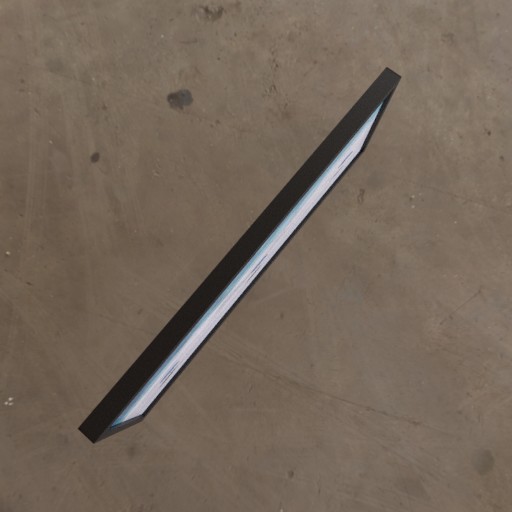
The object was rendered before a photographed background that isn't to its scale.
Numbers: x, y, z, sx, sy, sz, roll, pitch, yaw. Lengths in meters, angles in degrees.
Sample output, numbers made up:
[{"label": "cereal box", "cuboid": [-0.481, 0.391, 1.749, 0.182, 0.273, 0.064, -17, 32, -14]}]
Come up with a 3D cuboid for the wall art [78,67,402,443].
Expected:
[{"label": "wall art", "cuboid": [0.000, 0.000, 0.933, 0.037, 0.303, 0.860, 38, 79, 9]}]
